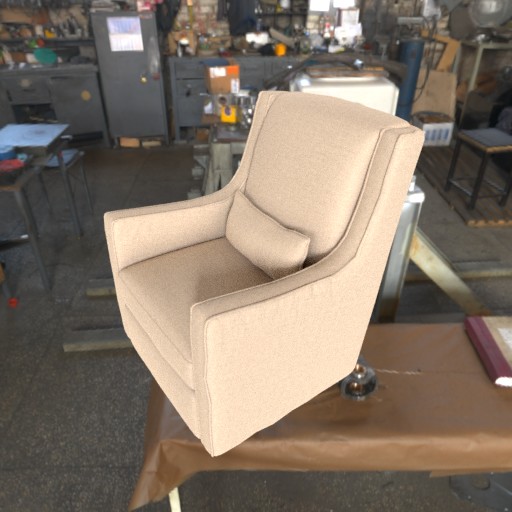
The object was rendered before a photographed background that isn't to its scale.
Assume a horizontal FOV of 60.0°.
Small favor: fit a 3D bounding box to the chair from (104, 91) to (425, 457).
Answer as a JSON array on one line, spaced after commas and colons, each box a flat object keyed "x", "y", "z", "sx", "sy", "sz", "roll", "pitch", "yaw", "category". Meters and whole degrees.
[{"x": 0.000, "y": 0.000, "z": 1.597, "sx": 0.879, "sy": 0.993, "sz": 0.732, "roll": -21, "pitch": 38, "yaw": -30, "category": "chair"}]
